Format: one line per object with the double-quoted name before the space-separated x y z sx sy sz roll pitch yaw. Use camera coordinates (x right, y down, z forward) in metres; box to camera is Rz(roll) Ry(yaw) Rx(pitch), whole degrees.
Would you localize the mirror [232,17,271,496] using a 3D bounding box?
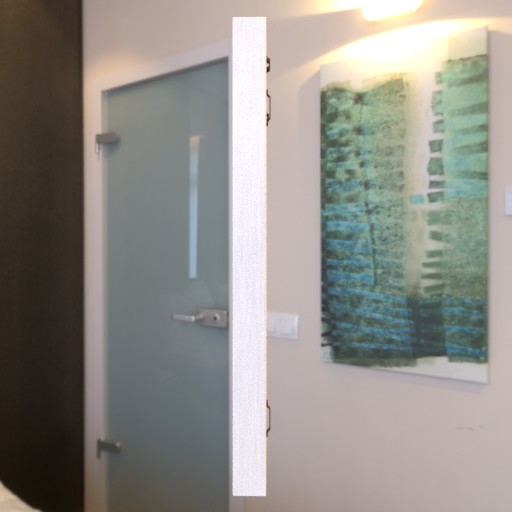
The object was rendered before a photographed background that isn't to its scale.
"mirror" 0.000 0.000 0.673 0.041 0.509 0.406 0 1 1
